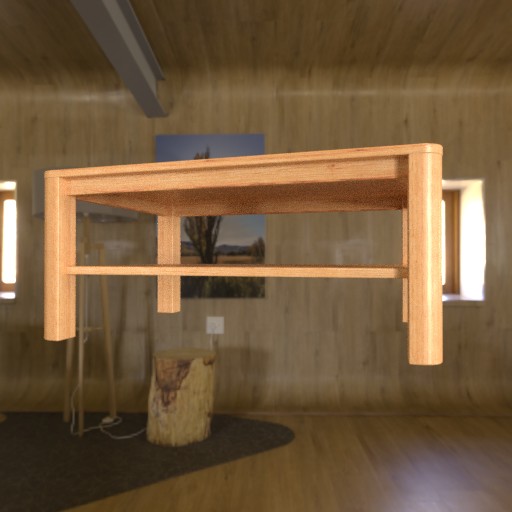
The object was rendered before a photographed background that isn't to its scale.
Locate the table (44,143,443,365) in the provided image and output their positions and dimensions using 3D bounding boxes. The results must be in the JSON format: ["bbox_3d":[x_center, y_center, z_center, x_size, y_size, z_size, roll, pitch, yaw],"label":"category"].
[{"bbox_3d":[0.000,0.000,1.355,0.997,0.445,0.696,0,0,17],"label":"table"}]
